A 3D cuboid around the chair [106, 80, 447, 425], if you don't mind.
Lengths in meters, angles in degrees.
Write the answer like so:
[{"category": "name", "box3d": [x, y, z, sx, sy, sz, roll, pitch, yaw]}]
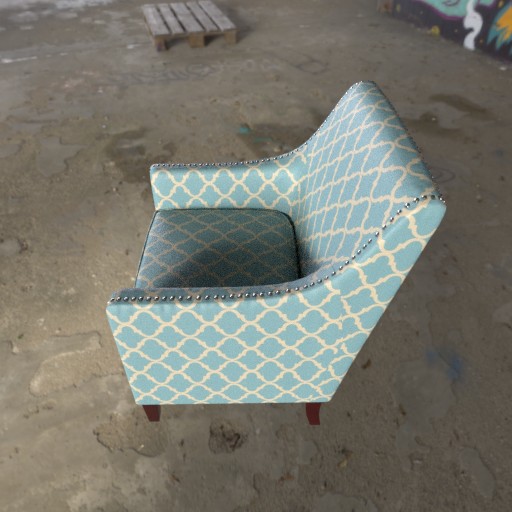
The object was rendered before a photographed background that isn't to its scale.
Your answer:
[{"category": "chair", "box3d": [0.000, 0.000, 1.273, 0.686, 0.817, 0.617, -1, 41, -1]}]
